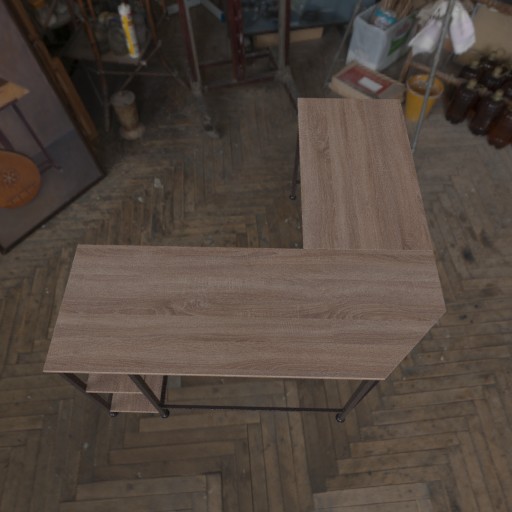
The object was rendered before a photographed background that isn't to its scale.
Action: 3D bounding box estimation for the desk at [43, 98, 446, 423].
[{"bbox_3d":[0.000,0.000,2.134,1.379,0.739,1.379,1,58,1],"label":"desk"}]
